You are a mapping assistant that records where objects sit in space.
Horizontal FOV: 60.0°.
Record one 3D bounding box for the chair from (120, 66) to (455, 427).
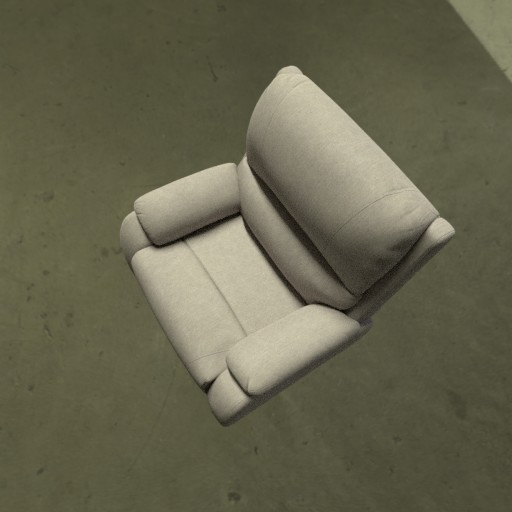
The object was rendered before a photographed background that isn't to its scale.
[{"bbox_3d":[0.000,0.000,1.741,0.899,1.011,0.930,-30,67,-14],"label":"chair"}]
